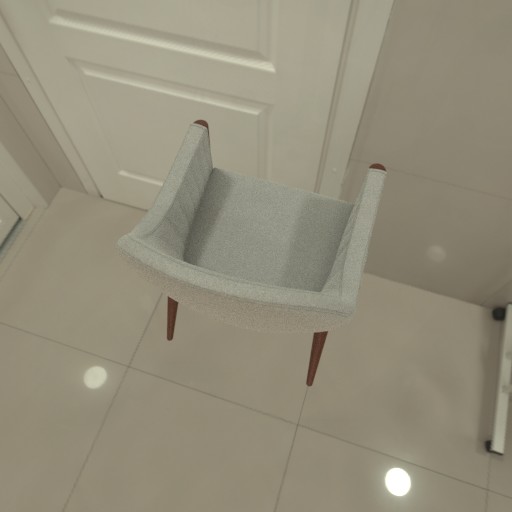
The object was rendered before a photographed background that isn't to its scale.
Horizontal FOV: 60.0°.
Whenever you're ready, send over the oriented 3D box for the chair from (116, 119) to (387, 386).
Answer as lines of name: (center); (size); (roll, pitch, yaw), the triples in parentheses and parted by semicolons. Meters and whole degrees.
chair: (0.000, 0.000, 1.313); (0.610, 0.889, 0.620); (16, 64, 8)
